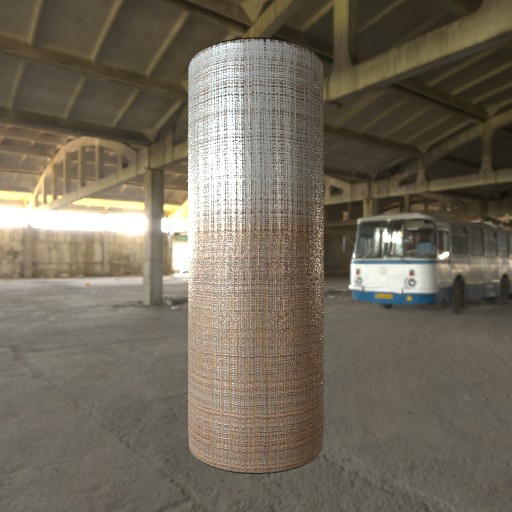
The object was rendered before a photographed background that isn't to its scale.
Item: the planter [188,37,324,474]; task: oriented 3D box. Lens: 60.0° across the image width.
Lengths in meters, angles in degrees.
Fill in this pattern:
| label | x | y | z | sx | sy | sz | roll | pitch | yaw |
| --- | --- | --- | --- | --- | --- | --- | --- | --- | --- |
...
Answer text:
| label | x | y | z | sx | sy | sz | roll | pitch | yaw |
| --- | --- | --- | --- | --- | --- | --- | --- | --- | --- |
| planter | 0.000 | 0.000 | 0.328 | 0.099 | 0.278 | 0.099 | 0 | 0 | -37 |
